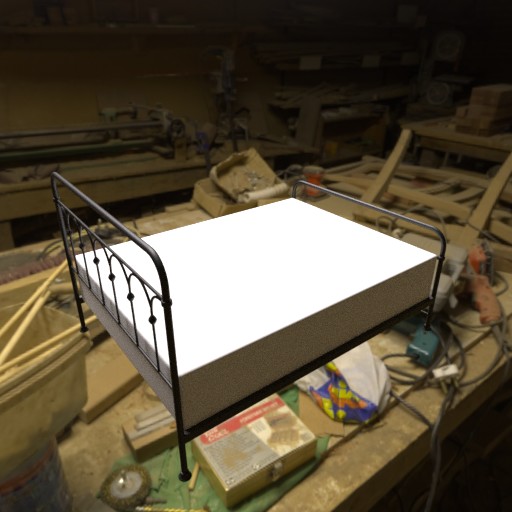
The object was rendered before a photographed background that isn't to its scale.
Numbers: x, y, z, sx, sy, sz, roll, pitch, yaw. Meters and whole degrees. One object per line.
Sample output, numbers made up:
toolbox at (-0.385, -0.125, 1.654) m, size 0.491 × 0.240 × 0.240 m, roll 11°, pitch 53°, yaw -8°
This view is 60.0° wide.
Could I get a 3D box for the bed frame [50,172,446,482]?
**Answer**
bed frame at (0.000, 0.000, 3.163) m, size 2.203 × 1.276 × 1.664 m, roll -19°, pitch 32°, yaw -33°
